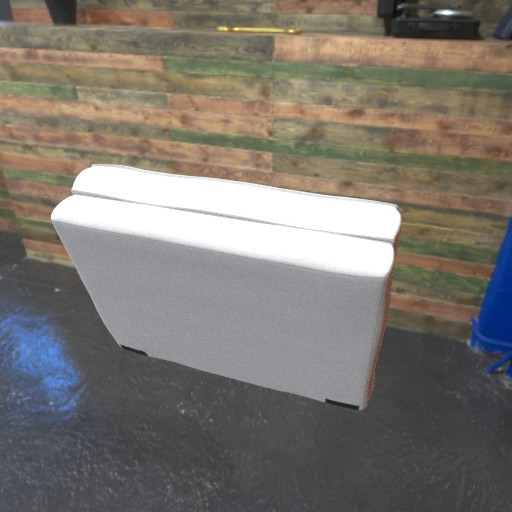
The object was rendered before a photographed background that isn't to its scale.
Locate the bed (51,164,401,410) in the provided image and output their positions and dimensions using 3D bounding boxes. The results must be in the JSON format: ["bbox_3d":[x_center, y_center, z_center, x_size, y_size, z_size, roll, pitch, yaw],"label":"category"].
[{"bbox_3d":[0.000,0.000,1.338,0.799,0.614,0.749,10,32,16],"label":"bed"}]
